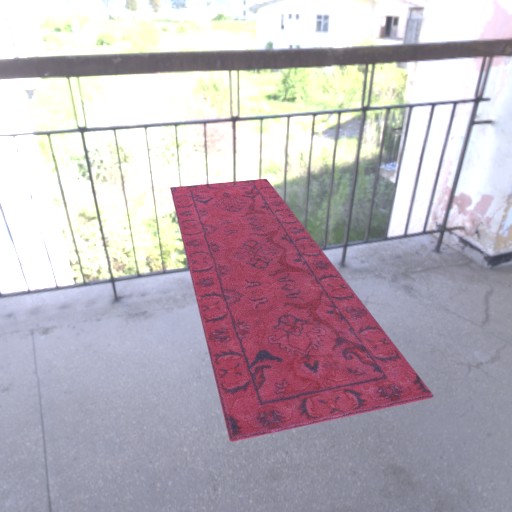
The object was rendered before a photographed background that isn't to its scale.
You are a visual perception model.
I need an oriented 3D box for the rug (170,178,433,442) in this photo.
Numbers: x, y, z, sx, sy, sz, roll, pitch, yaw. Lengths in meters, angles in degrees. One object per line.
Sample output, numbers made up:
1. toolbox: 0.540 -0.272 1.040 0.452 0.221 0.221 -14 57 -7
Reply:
1. rug: 0.000 0.000 2.659 0.813 0.018 2.439 -7 31 -12
